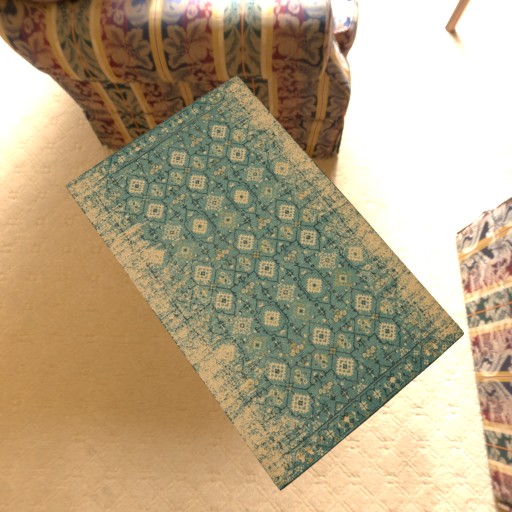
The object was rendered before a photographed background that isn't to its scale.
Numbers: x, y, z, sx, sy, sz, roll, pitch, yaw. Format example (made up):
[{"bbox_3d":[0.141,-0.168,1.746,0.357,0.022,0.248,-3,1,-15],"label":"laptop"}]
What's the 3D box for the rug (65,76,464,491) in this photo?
[{"bbox_3d":[0.000,0.000,2.169,1.102,0.008,1.795,-36,77,-10],"label":"rug"}]
